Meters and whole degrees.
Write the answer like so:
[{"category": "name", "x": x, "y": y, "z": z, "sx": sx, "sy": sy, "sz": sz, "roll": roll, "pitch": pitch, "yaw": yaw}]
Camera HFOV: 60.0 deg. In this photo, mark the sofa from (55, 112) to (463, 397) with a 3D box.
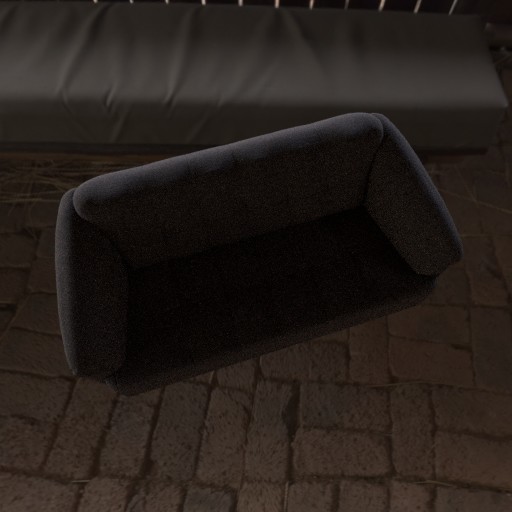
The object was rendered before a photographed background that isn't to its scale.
[{"category": "sofa", "x": 0.000, "y": 0.000, "z": 2.241, "sx": 1.849, "sy": 0.790, "sz": 0.887, "roll": -16, "pitch": 66, "yaw": -8}]
